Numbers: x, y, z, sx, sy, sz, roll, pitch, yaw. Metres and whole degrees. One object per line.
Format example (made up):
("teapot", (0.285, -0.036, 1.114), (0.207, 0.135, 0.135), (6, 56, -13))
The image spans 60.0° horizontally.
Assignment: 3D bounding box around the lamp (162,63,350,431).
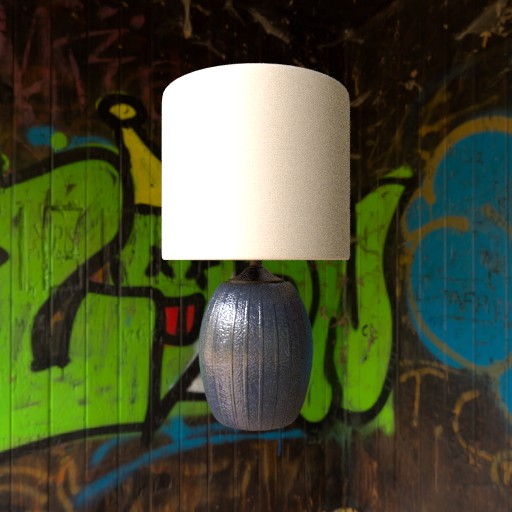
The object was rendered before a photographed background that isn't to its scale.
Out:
("lamp", (0.000, 0.000, 0.793), (0.329, 0.570, 0.329), (0, 0, 34))
